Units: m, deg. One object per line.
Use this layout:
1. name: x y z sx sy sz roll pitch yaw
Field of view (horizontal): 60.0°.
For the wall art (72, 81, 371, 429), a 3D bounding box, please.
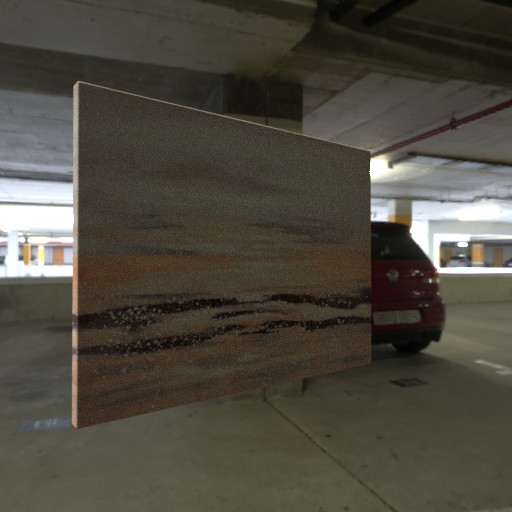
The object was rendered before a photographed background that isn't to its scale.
1. wall art: 0.000 0.000 1.292 1.015 0.763 0.038 0 -1 -38
